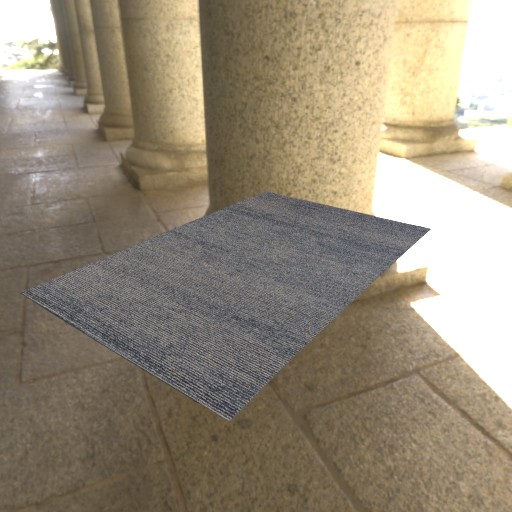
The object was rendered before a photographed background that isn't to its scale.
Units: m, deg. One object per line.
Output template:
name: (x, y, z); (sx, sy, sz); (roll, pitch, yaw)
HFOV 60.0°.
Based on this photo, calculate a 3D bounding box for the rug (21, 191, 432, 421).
rug: (0.000, 0.000, 2.143); (1.135, 0.010, 1.740); (19, 32, 33)
